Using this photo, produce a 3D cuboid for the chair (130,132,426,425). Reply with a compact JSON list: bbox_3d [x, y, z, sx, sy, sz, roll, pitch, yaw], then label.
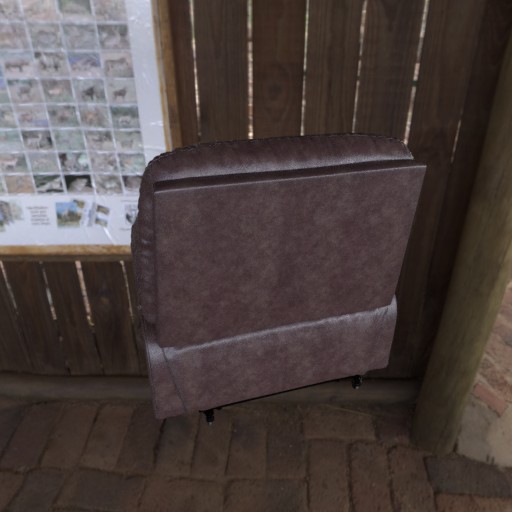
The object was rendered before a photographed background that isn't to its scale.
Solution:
[{"bbox_3d":[0.000,0.000,1.745,0.940,1.041,0.879,-8,28,-16],"label":"chair"}]
